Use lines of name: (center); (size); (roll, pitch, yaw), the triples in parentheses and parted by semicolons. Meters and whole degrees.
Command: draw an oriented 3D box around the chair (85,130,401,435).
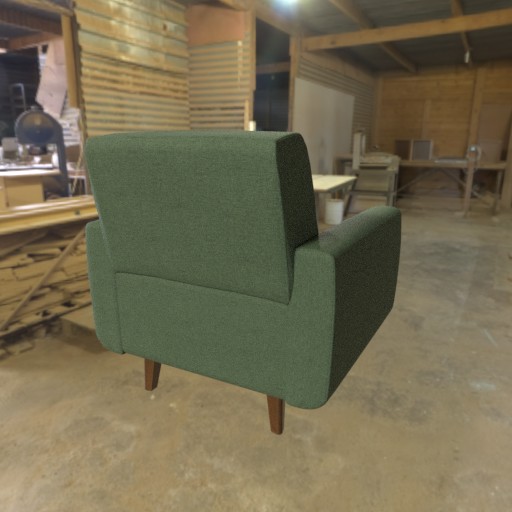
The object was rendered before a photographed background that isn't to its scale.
chair: (0.000, 0.000, 1.551); (0.831, 0.841, 0.909); (8, 17, 27)
